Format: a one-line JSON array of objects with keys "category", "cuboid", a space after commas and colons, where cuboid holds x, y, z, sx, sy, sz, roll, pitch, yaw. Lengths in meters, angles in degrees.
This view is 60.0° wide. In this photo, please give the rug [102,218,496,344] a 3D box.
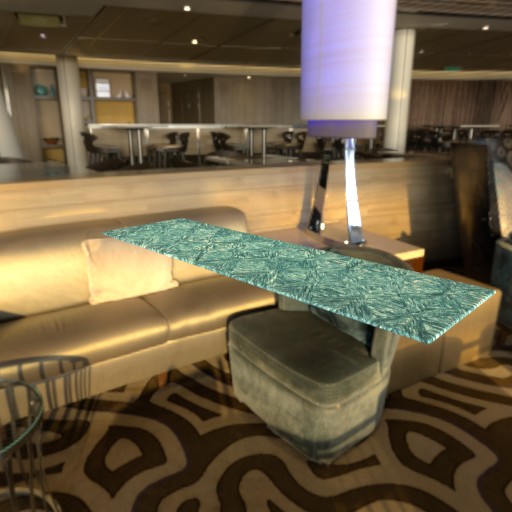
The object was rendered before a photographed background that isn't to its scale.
[{"category": "rug", "cuboid": [0.000, 0.000, 2.479, 2.286, 0.016, 0.676, 15, 22, 42]}]
